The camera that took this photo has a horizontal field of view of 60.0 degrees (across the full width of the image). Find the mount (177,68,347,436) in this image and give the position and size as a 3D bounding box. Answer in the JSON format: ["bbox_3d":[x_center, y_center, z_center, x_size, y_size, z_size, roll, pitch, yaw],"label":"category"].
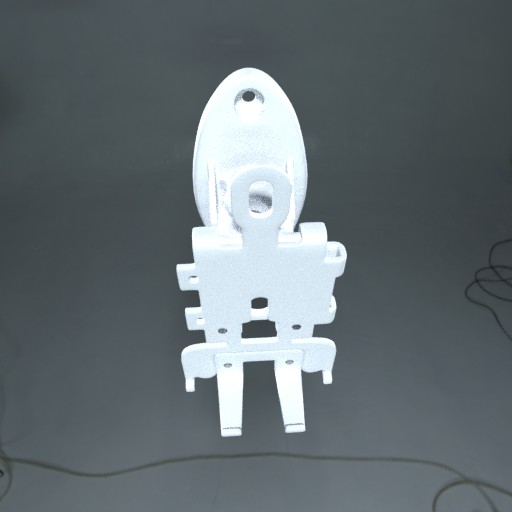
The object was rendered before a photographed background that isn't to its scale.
[{"bbox_3d":[0.000,0.000,0.177,0.066,0.118,0.100,-3,46,-2],"label":"mount"}]
